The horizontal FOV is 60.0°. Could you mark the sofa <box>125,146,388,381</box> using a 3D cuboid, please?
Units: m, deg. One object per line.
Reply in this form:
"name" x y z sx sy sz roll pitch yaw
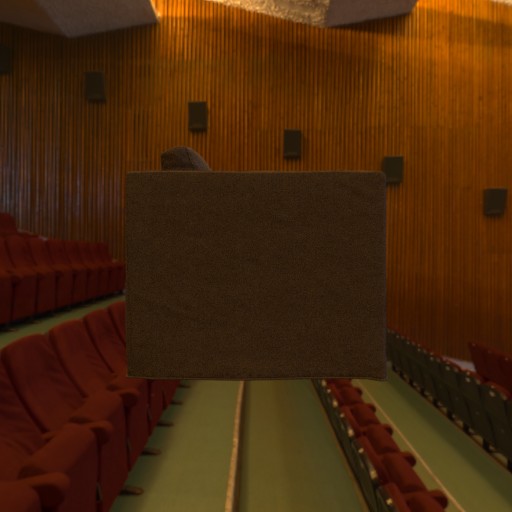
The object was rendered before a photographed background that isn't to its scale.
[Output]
"sofa" 0.000 0.000 2.506 0.953 0.855 1.982 0 0 -1
